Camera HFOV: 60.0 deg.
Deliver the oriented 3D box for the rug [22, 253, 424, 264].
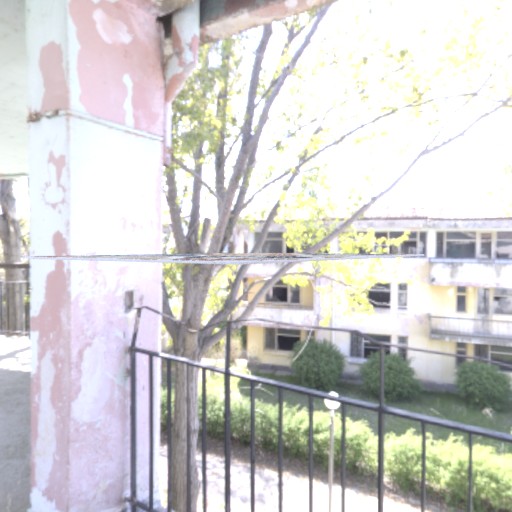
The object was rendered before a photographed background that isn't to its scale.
[{"bbox_3d":[0.000,0.000,2.880,1.514,0.014,2.275,1,1,36],"label":"rug"}]
